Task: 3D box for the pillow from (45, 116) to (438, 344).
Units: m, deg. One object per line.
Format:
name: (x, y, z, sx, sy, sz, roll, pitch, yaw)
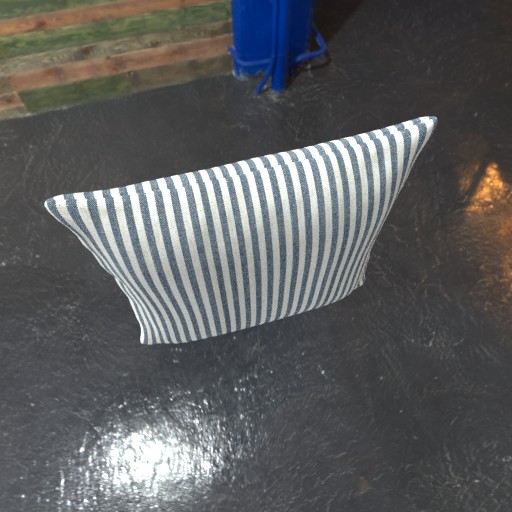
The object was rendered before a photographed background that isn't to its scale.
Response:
pillow: (0.000, 0.000, 0.779, 0.523, 0.510, 0.166, -14, 60, -8)
